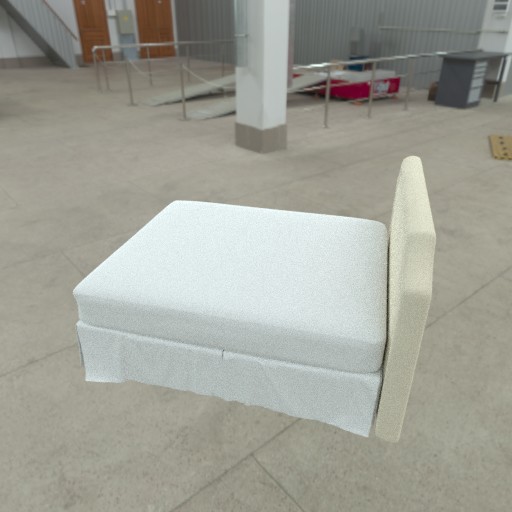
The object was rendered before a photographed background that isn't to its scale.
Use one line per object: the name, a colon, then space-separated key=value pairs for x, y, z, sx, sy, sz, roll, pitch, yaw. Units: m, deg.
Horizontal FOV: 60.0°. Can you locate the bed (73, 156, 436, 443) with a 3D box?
bed: x=0.000 y=0.000 z=3.295 sx=2.209 sy=1.296 sz=1.827 roll=7 pitch=30 yaw=13
